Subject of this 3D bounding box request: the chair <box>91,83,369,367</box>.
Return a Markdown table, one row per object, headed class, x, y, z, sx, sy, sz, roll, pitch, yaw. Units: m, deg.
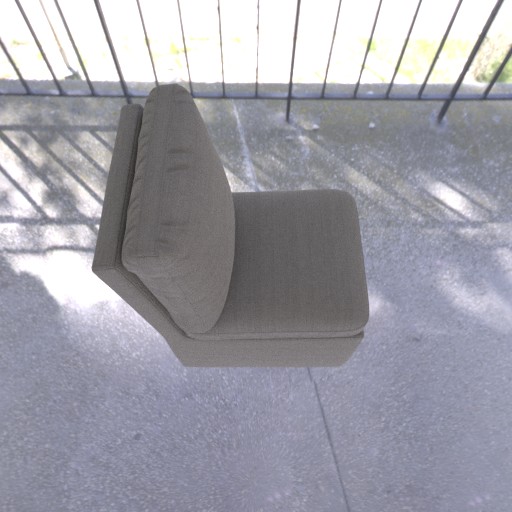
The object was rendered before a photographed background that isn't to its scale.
| class | x | y | z | sx | sy | sz | roll | pitch | yaw |
| --- | --- | --- | --- | --- | --- | --- | --- | --- | --- |
| chair | 0.000 | 0.000 | 1.374 | 0.698 | 0.927 | 0.503 | 0 | 63 | 0 |
